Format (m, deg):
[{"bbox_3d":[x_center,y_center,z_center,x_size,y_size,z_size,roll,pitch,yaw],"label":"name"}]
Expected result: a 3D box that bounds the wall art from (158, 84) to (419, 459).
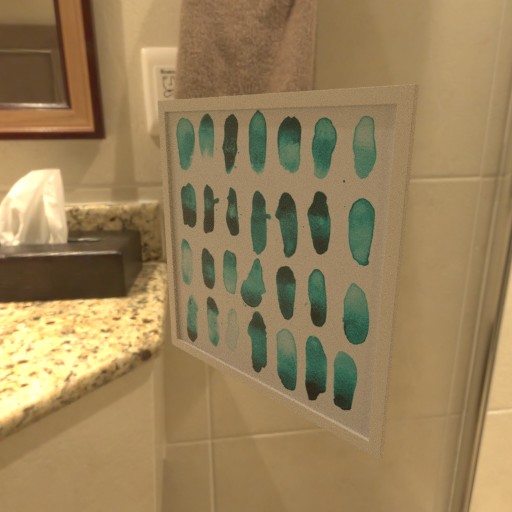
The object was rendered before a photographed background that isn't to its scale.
[{"bbox_3d":[0.000,0.000,0.667,0.456,0.457,0.009,15,22,42],"label":"wall art"}]
